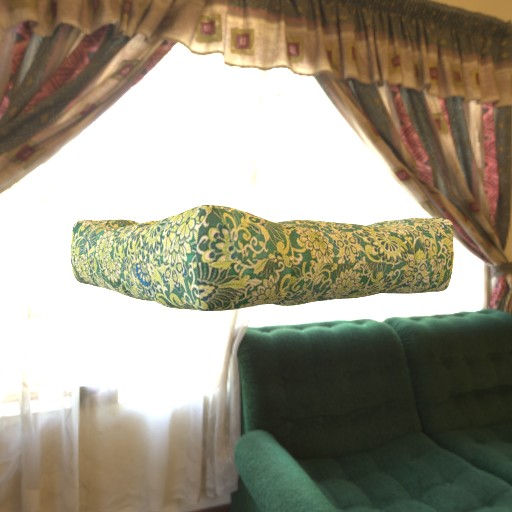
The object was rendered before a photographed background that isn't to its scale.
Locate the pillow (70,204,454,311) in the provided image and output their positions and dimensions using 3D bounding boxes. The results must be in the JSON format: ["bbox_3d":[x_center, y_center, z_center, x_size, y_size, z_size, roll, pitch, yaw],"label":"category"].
[{"bbox_3d":[0.000,0.000,0.747,0.490,0.128,0.468,-1,2,-38],"label":"pillow"}]
